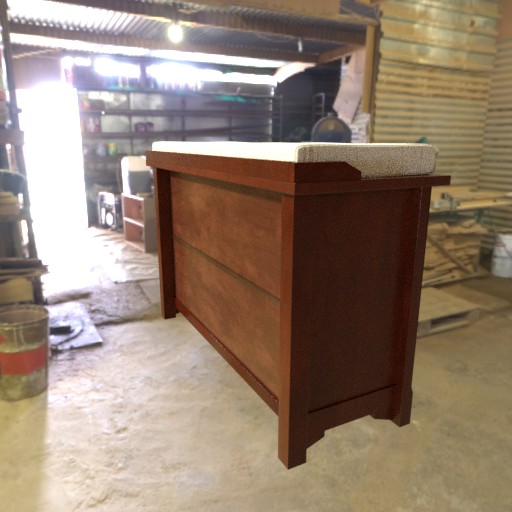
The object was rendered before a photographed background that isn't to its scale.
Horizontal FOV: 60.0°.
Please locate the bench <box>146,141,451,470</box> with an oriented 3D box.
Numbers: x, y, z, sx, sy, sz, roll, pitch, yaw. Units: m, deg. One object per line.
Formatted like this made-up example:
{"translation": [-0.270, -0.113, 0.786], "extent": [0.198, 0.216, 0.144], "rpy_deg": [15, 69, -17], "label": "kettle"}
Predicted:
{"translation": [0.000, 0.000, 1.296], "extent": [0.369, 0.646, 0.987], "rpy_deg": [-7, 16, -26], "label": "bench"}
